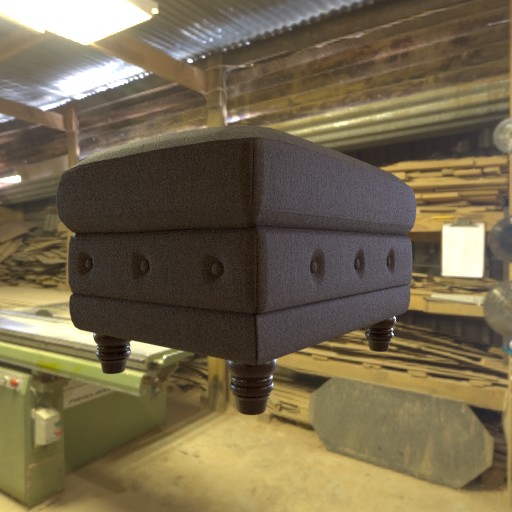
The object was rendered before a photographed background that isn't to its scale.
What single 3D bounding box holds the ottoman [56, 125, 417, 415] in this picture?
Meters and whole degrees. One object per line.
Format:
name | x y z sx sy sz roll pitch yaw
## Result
ottoman | 0.000 0.000 1.177 0.599 0.555 0.809 1 1 37
